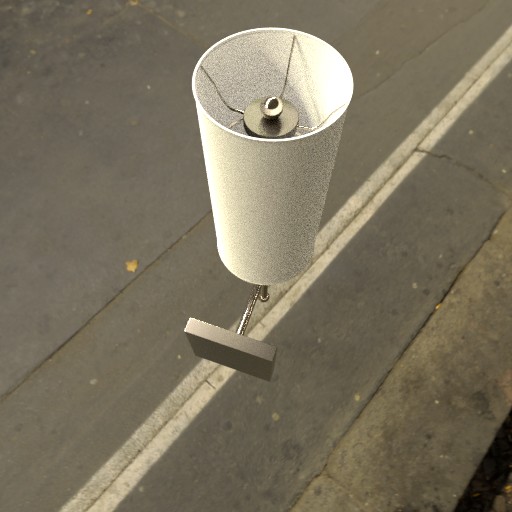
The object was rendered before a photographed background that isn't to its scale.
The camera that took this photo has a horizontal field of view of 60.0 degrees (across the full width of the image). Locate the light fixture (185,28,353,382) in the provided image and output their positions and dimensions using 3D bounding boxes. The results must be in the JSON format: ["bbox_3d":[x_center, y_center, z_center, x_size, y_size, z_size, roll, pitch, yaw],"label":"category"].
[{"bbox_3d":[0.000,0.000,0.540,0.128,0.462,0.208,17,64,9],"label":"light fixture"}]
